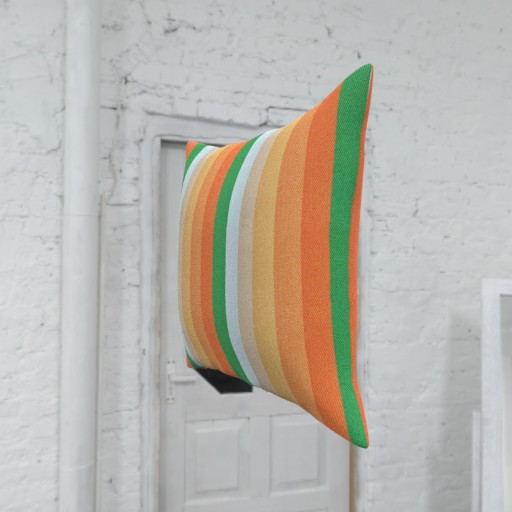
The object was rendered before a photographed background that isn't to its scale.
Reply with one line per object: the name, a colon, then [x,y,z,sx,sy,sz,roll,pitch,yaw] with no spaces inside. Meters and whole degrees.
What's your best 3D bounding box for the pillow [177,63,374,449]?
pillow: [0.000,0.000,0.690,0.169,0.444,0.453,-1,1,-36]
